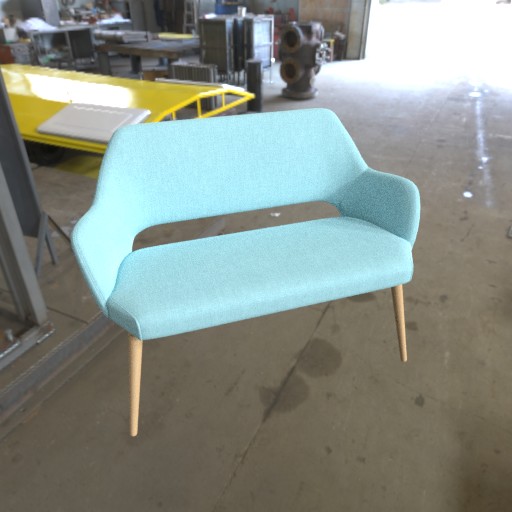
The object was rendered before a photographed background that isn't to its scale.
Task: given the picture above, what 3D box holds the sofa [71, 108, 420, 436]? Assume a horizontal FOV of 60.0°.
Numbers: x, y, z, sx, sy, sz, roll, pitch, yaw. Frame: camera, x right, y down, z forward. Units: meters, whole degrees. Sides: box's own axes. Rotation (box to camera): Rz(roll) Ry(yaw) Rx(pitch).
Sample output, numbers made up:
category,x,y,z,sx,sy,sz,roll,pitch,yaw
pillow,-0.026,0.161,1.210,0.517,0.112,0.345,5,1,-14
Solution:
category,x,y,z,sx,sy,sz,roll,pitch,yaw
sofa,0.000,0.000,1.569,1.150,0.840,0.610,-10,33,-16
